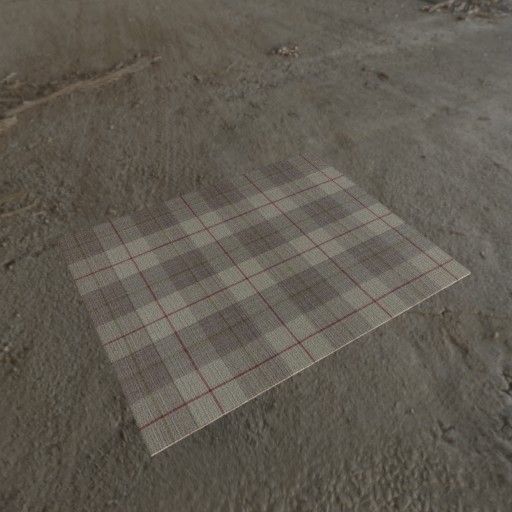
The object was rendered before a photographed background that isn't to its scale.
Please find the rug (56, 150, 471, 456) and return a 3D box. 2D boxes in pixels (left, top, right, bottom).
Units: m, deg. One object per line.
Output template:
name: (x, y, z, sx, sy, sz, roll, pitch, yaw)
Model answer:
rug: (0.000, 0.000, 4.002, 2.959, 0.016, 2.317, -24, 50, -22)
